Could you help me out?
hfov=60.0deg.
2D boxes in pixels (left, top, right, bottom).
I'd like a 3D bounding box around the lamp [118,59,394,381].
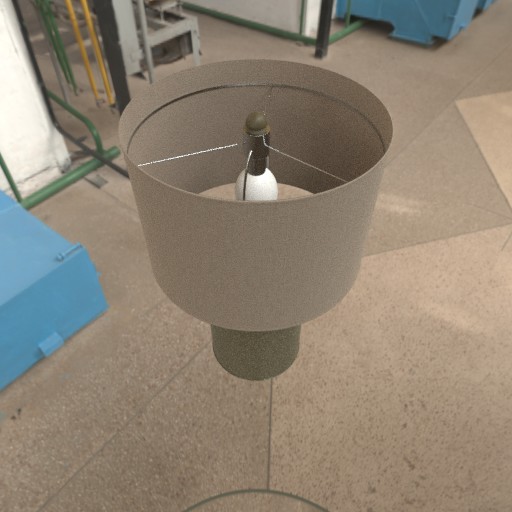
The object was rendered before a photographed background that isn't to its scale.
[{"bbox_3d":[0.000,0.000,0.696,0.318,0.486,0.318,0,46,0],"label":"lamp"}]
